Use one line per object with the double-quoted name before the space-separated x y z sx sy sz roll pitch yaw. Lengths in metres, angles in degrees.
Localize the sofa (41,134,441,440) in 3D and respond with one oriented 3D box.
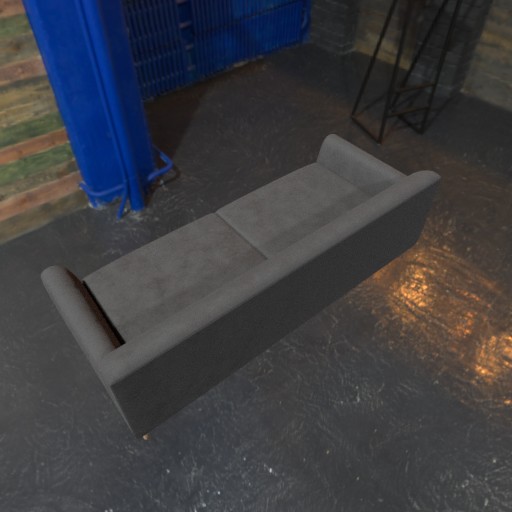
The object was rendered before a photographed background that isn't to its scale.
"sofa" 0.000 0.000 2.690 2.190 0.740 0.900 -30 53 -26
